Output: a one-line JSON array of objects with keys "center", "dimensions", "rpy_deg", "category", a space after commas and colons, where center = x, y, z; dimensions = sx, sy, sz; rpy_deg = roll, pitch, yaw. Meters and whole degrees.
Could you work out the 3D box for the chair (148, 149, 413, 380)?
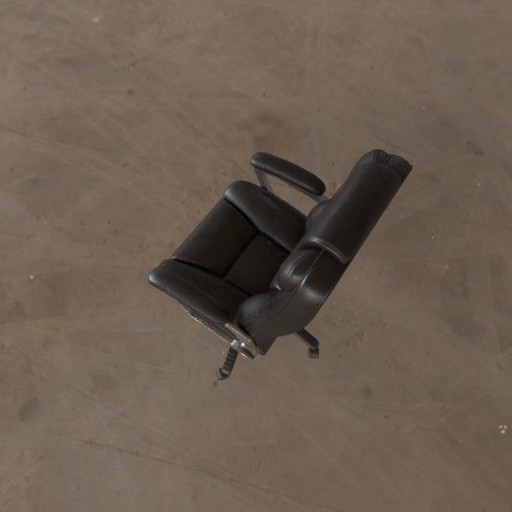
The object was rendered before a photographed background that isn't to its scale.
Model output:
[{"center": [0.000, 0.000, 1.539], "dimensions": [0.689, 1.075, 0.697], "rpy_deg": [31, 67, 15], "category": "chair"}]
